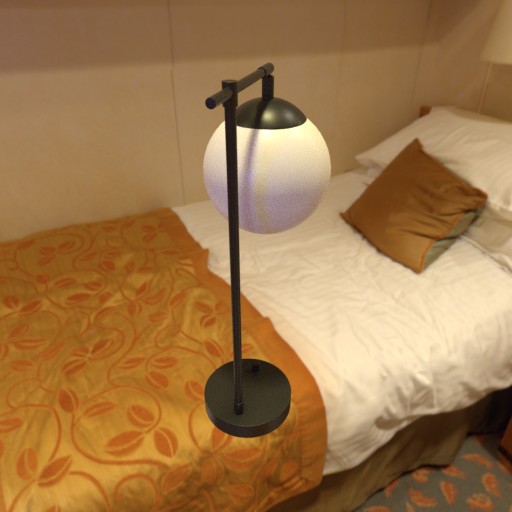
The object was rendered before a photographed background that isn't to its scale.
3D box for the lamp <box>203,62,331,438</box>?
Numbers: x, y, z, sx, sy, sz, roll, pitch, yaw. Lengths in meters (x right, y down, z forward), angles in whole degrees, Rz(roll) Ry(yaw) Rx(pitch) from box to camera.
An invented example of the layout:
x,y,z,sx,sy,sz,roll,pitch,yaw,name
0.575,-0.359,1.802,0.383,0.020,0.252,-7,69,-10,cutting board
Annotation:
x,y,z,sx,sy,sz,roll,pitch,yaw,name
0.000,0.000,0.703,0.197,0.559,0.316,9,33,14,lamp
